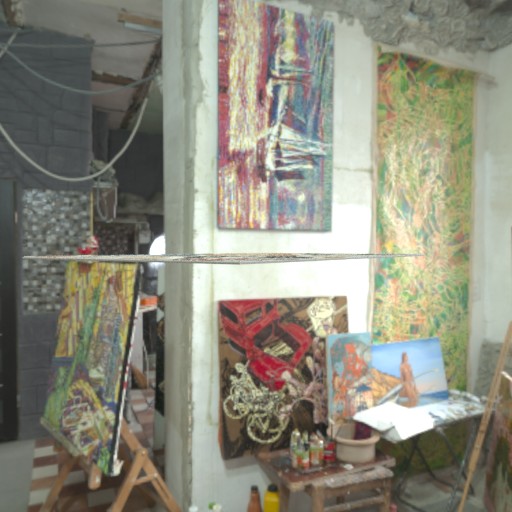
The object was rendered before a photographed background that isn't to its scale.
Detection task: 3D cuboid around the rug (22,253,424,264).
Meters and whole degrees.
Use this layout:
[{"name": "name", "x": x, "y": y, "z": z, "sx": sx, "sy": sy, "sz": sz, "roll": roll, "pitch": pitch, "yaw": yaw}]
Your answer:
[{"name": "rug", "x": 0.000, "y": 0.000, "z": 2.880, "sx": 1.514, "sy": 0.014, "sz": 2.275, "roll": 1, "pitch": 1, "yaw": 36}]
